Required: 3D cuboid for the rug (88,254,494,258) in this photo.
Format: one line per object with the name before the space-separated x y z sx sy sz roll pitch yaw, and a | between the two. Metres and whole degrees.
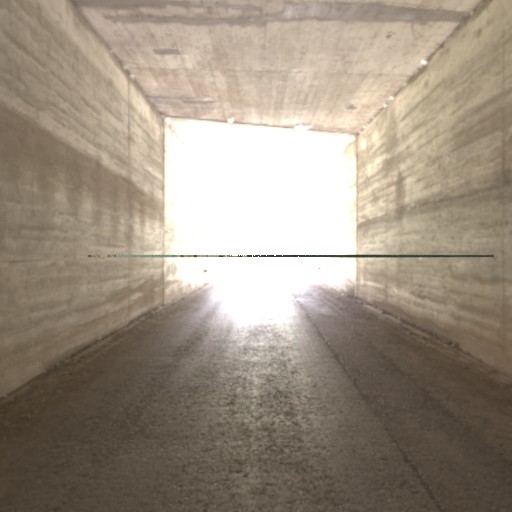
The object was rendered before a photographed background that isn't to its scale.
rug | 0.000 0.000 2.286 1.212 0.010 1.811 0 0 -35
